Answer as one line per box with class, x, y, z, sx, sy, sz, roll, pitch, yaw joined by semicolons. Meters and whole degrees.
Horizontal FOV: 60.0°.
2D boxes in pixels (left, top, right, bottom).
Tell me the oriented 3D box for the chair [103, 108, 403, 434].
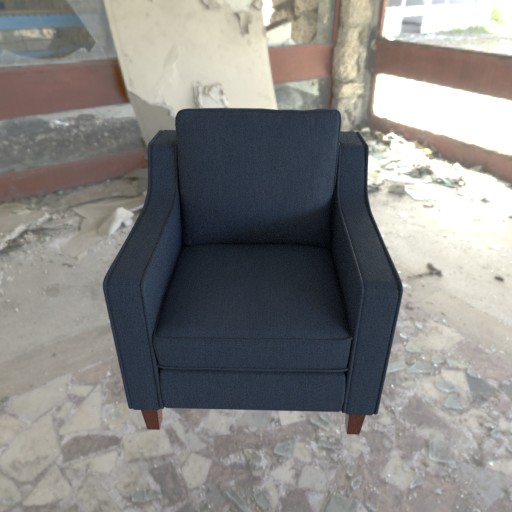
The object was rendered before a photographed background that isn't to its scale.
chair;0.000;0.000;1.661;0.831;0.960;0.909;1;32;1
